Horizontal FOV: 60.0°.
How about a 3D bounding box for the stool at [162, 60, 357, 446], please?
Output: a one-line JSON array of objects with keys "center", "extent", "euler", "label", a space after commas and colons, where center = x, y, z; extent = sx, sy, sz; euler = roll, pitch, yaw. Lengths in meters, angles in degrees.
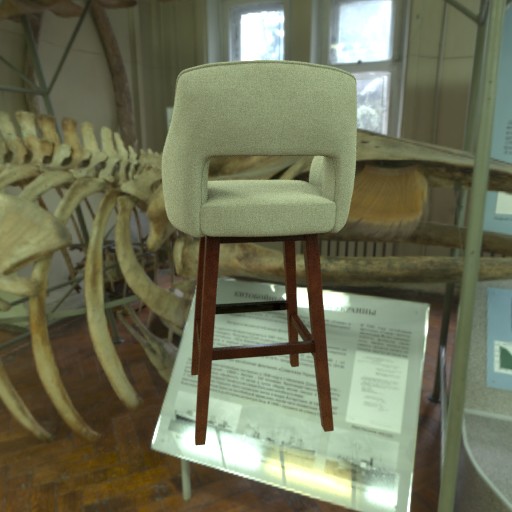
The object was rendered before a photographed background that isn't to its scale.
[{"center": [0.000, 0.000, 1.380], "extent": [0.550, 1.041, 0.560], "euler": [-2, 14, -9], "label": "stool"}]
